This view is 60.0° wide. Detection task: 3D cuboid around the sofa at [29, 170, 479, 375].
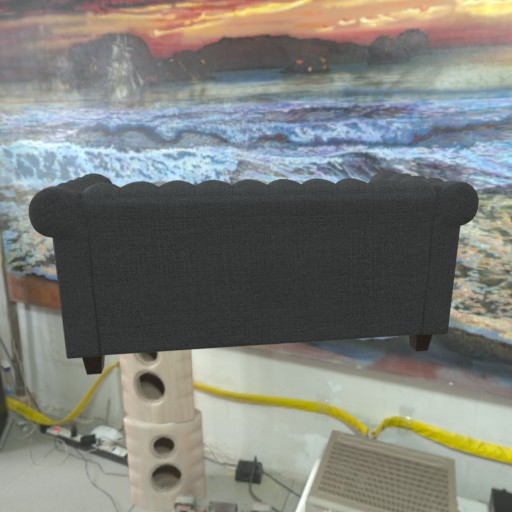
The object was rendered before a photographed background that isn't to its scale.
[{"bbox_3d":[0.000,0.000,2.185,1.798,0.797,0.783,-2,15,-8],"label":"sofa"}]
